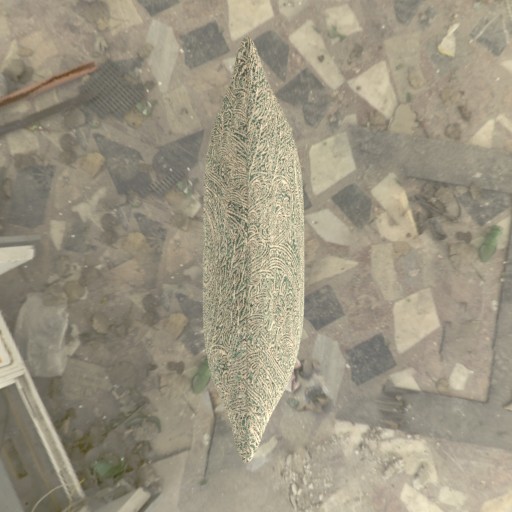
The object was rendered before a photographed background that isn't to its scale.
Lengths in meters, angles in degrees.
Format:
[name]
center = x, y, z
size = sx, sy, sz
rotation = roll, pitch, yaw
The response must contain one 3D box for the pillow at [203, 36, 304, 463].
[pillow]
center = 0.000, 0.000, 0.790
size = 0.166, 0.507, 0.526
rotation = 0, 87, 1
